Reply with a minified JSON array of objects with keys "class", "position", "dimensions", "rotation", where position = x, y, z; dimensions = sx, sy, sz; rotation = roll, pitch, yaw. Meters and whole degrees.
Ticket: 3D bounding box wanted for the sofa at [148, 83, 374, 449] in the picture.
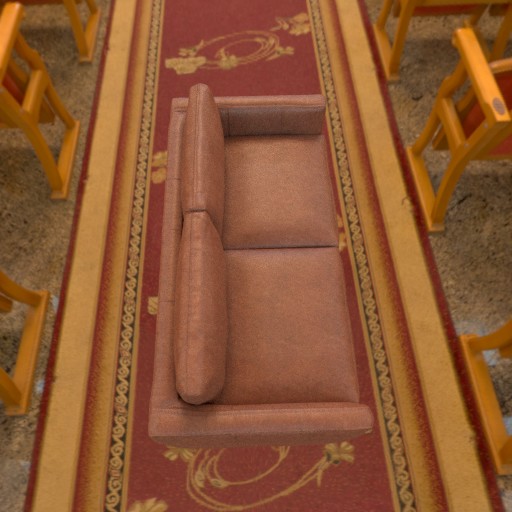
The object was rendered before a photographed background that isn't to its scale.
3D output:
[{"class":"sofa","position":[0.000,0.000,2.278],"dimensions":[0.899,0.883,1.797],"rotation":[-2,63,-1]}]
